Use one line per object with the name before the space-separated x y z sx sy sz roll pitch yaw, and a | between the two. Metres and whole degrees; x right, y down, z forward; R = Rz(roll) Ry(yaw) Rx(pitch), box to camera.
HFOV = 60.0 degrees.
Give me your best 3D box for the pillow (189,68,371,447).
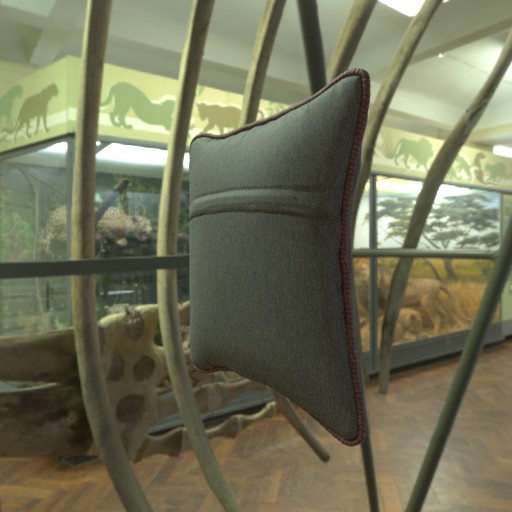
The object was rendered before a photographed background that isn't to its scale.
pillow | 0.000 0.000 0.750 0.124 0.491 0.482 -1 2 -35
